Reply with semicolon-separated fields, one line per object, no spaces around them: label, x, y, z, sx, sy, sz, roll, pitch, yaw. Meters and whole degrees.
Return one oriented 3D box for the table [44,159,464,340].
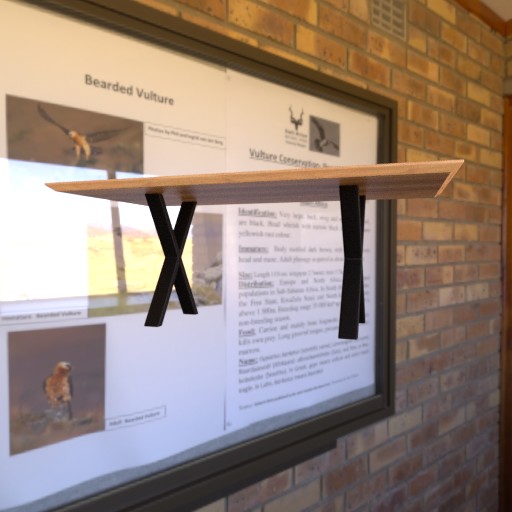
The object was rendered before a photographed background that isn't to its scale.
table;0.000;0.000;2.487;2.000;0.770;1.000;0;1;18
